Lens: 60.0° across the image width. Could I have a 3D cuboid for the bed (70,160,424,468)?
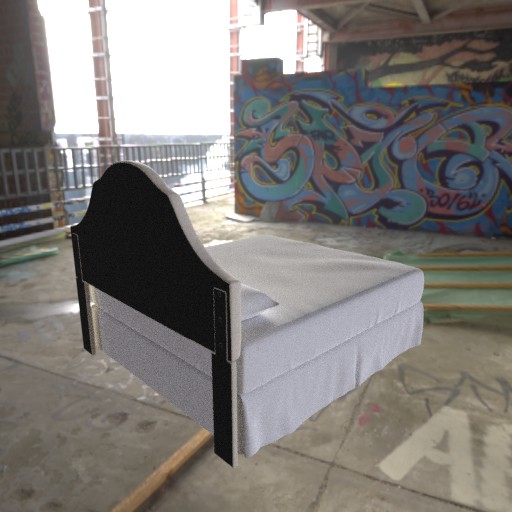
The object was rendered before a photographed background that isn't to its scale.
[{"bbox_3d":[0.000,0.000,3.634,2.214,1.615,2.008,-14,21,-42],"label":"bed"}]
